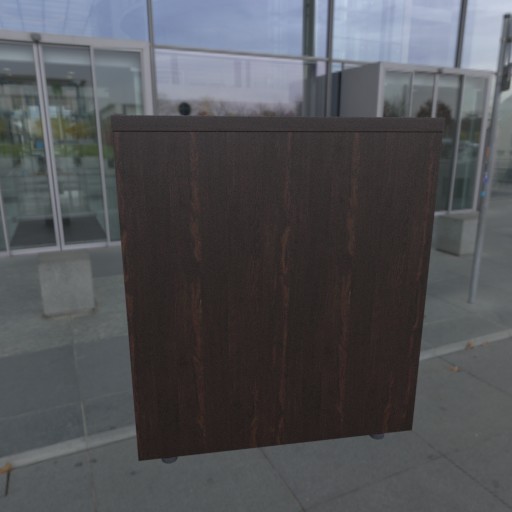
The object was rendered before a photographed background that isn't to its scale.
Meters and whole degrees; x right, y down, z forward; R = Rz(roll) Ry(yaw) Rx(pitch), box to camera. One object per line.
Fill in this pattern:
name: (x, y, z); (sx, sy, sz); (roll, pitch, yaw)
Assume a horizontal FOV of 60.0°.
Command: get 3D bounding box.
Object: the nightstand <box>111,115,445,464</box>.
nightstand: (0.000, 0.000, 0.847); (0.427, 0.487, 0.489); (-2, 15, -9)
